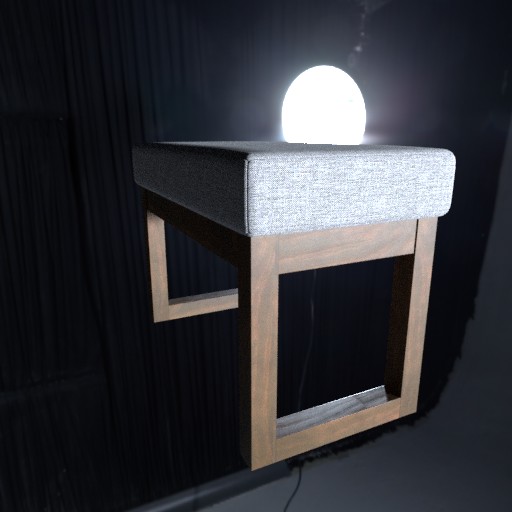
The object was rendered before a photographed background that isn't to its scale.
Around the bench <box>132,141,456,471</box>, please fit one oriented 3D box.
[{"bbox_3d":[0.000,0.000,0.949,0.366,0.467,0.681,-8,17,-25],"label":"bench"}]
